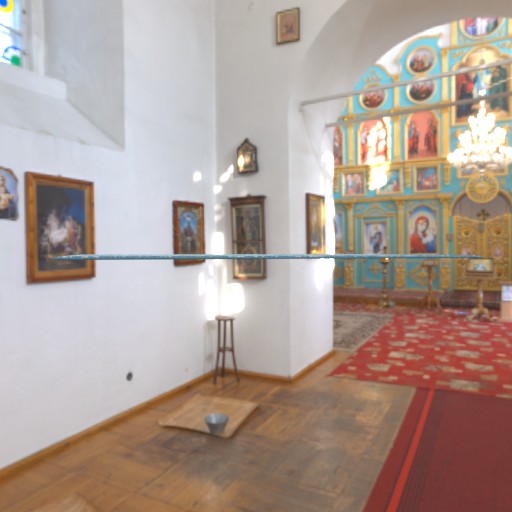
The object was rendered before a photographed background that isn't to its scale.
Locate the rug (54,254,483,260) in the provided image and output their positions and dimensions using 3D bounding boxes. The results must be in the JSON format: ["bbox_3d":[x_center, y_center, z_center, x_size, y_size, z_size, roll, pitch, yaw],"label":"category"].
[{"bbox_3d":[0.000,0.000,3.539,2.746,0.018,1.816,0,1,-18],"label":"rug"}]
